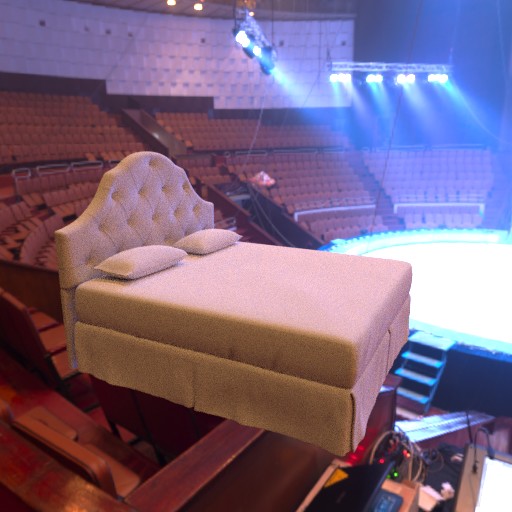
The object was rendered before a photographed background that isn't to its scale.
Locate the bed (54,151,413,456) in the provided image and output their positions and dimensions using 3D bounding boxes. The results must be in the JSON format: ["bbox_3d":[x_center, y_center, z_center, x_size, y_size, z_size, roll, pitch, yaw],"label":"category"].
[{"bbox_3d":[0.000,0.000,3.541,2.214,1.615,2.008,7,15,27],"label":"bed"}]
